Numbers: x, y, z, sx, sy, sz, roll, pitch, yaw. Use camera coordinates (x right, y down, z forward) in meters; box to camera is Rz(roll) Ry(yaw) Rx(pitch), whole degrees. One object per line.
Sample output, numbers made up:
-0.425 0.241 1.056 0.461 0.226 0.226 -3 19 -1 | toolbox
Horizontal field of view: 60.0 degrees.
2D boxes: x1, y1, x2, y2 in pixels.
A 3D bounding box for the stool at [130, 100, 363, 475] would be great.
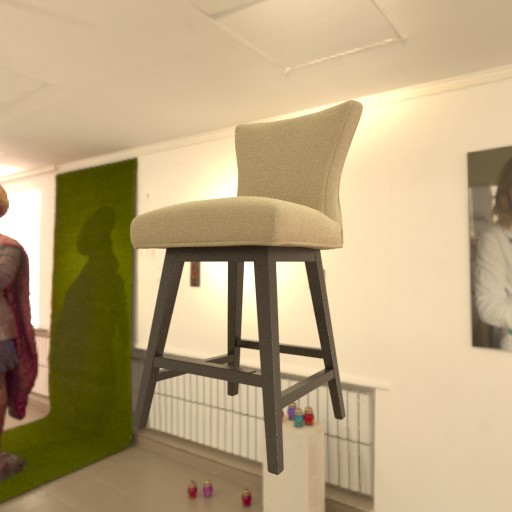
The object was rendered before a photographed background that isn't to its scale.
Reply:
0.000 0.000 1.365 0.514 1.000 0.574 -1 -1 35 | stool
